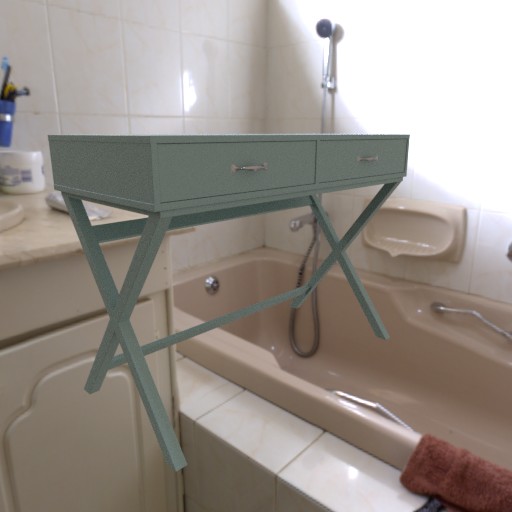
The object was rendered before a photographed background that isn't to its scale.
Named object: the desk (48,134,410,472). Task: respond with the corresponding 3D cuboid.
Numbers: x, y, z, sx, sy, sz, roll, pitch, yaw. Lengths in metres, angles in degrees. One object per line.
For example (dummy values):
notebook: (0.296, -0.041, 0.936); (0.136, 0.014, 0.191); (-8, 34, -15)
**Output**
desk: (0.000, 0.000, 1.474); (1.057, 0.780, 0.525); (-15, 21, -43)
